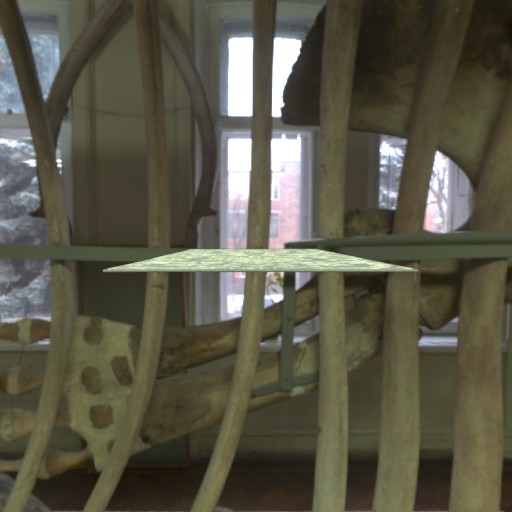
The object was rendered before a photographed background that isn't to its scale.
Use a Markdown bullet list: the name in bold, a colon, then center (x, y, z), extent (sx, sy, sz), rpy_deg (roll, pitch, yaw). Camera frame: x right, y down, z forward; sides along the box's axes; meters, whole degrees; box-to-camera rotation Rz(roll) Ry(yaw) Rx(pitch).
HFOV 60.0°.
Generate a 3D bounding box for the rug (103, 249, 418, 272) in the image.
- **rug**: center (0.000, 0.000, 1.453), extent (0.604, 0.007, 1.219), rpy_deg (0, 3, -1)
